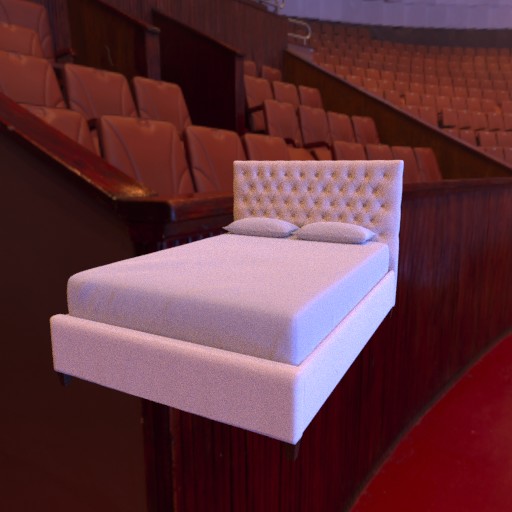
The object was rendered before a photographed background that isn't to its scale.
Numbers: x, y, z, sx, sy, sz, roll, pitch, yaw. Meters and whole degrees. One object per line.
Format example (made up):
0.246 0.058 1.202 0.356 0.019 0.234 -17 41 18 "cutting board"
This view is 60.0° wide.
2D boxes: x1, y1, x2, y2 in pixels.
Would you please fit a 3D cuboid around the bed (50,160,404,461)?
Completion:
0.000 0.000 3.348 1.698 1.427 2.387 6 13 27 "bed"
